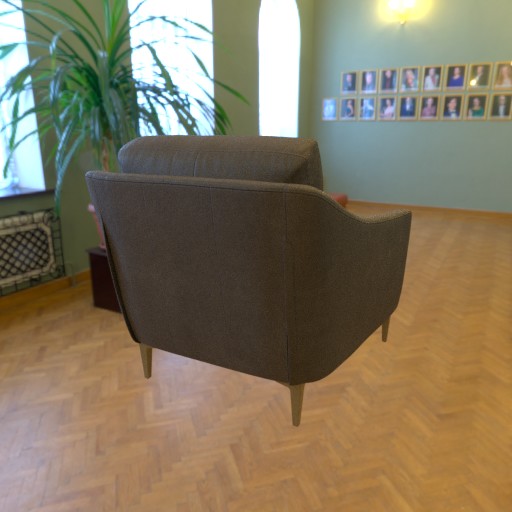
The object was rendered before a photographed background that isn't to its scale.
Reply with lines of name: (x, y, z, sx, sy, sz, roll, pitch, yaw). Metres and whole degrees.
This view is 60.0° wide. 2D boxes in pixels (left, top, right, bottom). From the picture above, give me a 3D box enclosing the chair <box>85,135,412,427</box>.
chair: (0.000, 0.000, 1.701, 0.988, 0.901, 0.961, 8, 18, 26)
